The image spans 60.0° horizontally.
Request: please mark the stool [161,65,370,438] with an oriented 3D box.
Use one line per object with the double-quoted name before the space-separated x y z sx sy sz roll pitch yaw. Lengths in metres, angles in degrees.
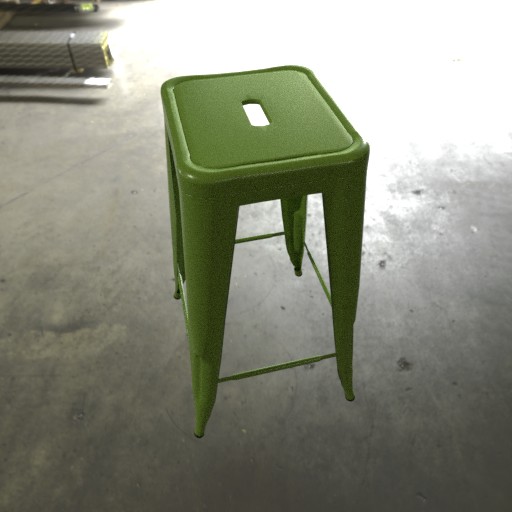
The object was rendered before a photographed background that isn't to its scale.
"stool" 0.000 0.000 0.859 0.358 0.609 0.398 -10 47 -9
